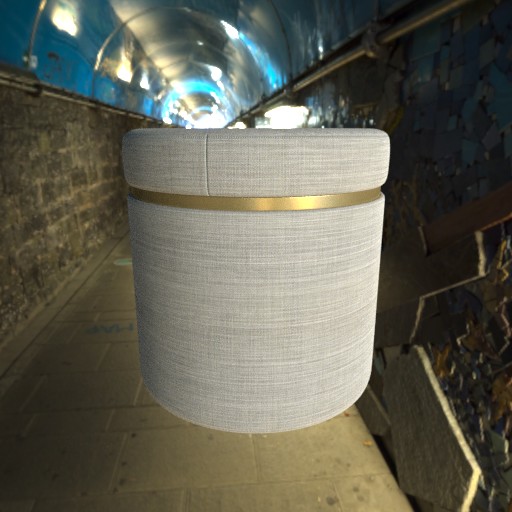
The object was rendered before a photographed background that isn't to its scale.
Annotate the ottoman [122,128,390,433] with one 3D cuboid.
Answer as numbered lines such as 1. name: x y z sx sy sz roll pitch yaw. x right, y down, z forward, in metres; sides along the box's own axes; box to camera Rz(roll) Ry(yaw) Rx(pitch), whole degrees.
1. ottoman: 0.000 0.000 0.736 0.400 0.406 0.400 0 16 0
